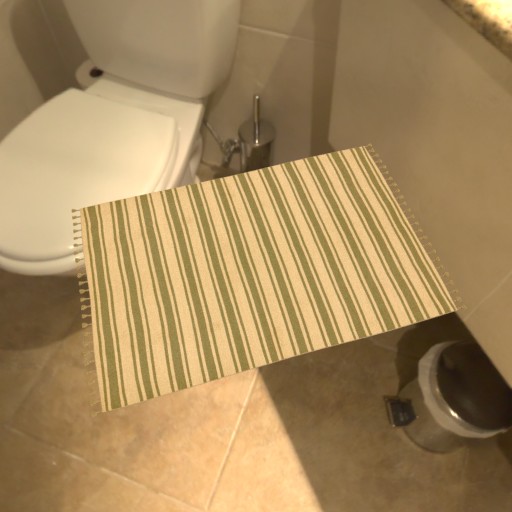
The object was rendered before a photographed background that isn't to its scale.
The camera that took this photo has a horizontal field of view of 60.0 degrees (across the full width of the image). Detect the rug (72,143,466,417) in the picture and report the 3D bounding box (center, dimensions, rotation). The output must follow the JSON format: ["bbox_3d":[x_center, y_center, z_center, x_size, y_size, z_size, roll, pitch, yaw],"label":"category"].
[{"bbox_3d":[0.000,0.000,3.087,2.435,0.018,1.540,-14,60,-8],"label":"rug"}]
